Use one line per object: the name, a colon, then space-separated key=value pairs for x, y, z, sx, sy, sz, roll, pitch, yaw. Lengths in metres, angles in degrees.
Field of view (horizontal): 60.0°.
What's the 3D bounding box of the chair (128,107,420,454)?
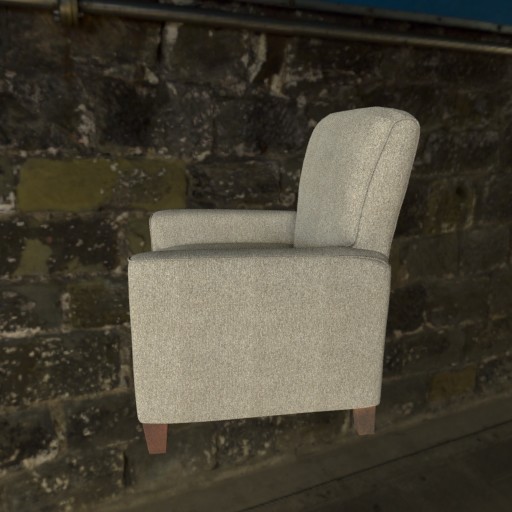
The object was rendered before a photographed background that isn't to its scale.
chair: x=0.000 y=0.000 z=1.626 sx=0.858 sy=1.028 sz=0.841 roll=-2 pitch=15 yaw=-8
